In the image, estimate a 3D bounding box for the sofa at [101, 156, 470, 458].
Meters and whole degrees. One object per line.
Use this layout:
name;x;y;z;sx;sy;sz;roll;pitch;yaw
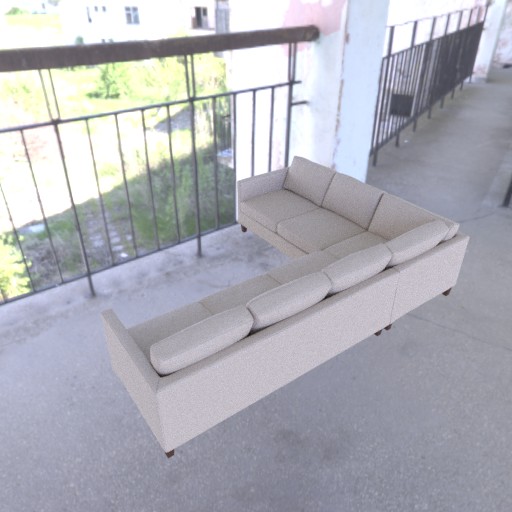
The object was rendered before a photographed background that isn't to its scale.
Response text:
sofa;0.000;0.000;4.275;3.182;0.863;2.432;-21;37;-30
